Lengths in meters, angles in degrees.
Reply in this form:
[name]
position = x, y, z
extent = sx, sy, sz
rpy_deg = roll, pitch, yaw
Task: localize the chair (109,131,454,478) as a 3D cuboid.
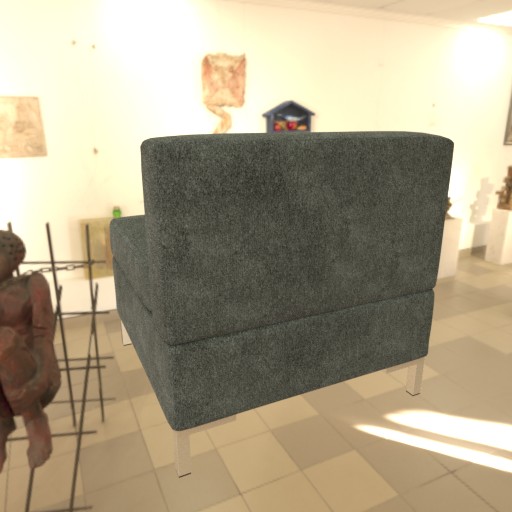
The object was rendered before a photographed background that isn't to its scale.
[chair]
position = 0.000, 0.000, 1.202
extent = 0.680, 0.660, 0.680
rpy_deg = -8, 19, -25
